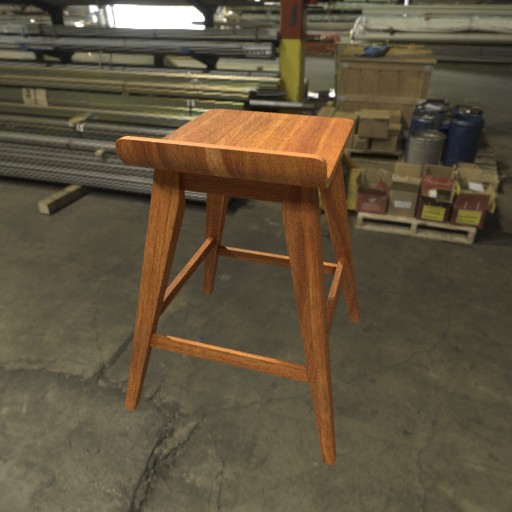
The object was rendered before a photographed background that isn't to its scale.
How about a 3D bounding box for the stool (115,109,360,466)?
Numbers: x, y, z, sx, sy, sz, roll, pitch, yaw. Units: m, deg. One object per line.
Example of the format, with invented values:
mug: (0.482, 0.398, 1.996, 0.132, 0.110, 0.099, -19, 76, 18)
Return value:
stool: (0.000, 0.000, 1.026, 0.500, 0.650, 0.500, 9, 33, 15)
